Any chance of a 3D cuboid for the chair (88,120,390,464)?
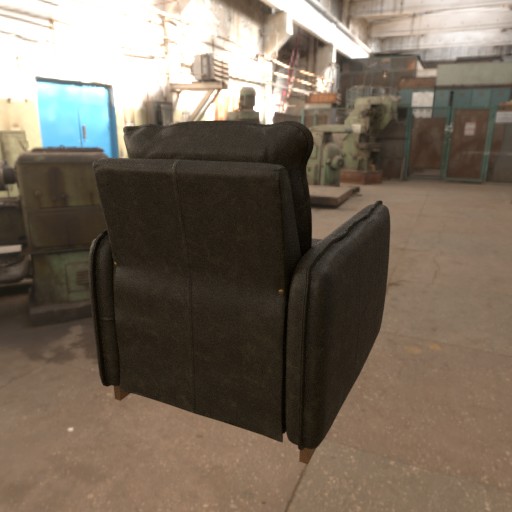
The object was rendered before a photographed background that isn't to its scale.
[{"bbox_3d":[0.000,0.000,1.596,0.830,0.921,0.921,8,18,25],"label":"chair"}]
